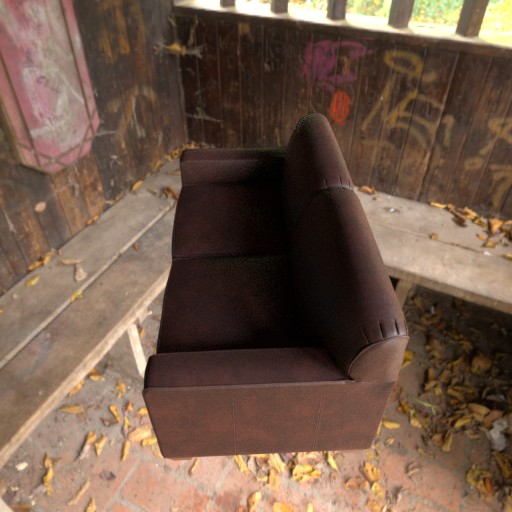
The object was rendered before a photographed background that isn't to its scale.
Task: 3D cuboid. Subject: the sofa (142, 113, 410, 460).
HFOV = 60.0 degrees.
[{"bbox_3d":[0.000,0.000,2.420,1.000,0.966,1.856,-2,42,-2],"label":"sofa"}]
